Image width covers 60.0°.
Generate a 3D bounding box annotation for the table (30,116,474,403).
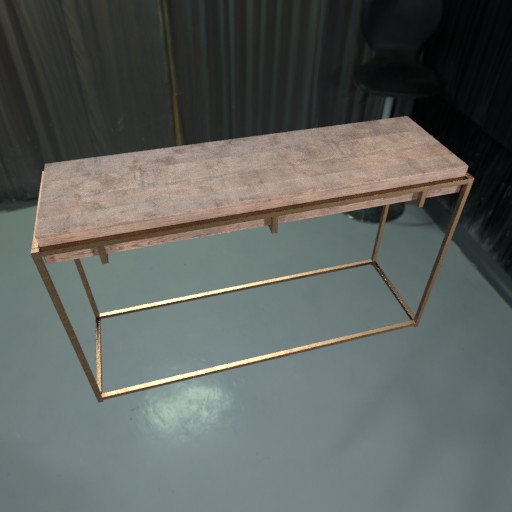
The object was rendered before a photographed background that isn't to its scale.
[{"bbox_3d":[0.000,0.000,1.753,1.400,0.820,0.440,-11,43,-12],"label":"table"}]
